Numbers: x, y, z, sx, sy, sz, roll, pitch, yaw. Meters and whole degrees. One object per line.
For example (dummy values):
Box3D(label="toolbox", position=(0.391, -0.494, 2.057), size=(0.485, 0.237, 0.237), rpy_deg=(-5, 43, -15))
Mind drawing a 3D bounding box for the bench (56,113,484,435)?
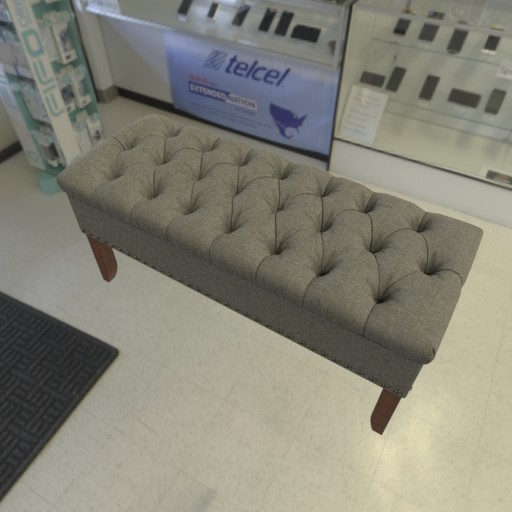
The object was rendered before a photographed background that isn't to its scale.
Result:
Box3D(label="bench", position=(0.000, 0.000, 1.287), size=(1.052, 0.470, 0.417), rpy_deg=(24, 51, 21))
